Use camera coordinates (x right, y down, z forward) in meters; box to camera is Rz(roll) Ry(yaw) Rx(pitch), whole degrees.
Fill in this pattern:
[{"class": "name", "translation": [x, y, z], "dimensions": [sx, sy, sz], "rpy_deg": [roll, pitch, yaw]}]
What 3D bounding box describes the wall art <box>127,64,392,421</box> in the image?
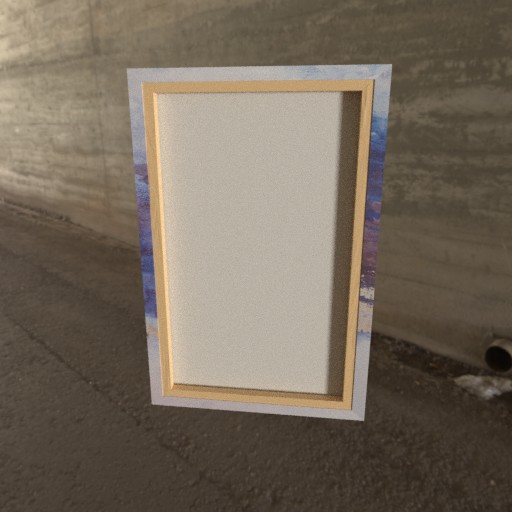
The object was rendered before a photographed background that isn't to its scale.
[{"class": "wall art", "translation": [0.000, 0.000, 1.111], "dimensions": [0.583, 0.874, 0.048], "rpy_deg": [2, 16, 7]}]
